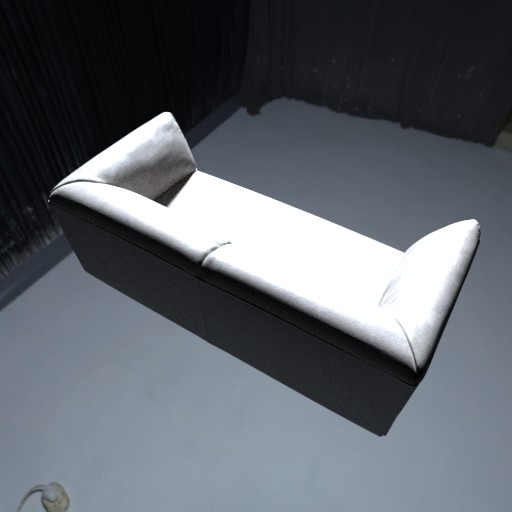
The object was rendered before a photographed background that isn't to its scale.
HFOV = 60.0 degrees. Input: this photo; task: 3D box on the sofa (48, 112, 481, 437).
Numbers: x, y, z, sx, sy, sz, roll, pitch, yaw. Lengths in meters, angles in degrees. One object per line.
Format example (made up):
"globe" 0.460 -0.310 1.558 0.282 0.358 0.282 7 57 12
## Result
"sofa" 0.000 0.000 2.296 1.878 0.747 0.905 25 52 21
